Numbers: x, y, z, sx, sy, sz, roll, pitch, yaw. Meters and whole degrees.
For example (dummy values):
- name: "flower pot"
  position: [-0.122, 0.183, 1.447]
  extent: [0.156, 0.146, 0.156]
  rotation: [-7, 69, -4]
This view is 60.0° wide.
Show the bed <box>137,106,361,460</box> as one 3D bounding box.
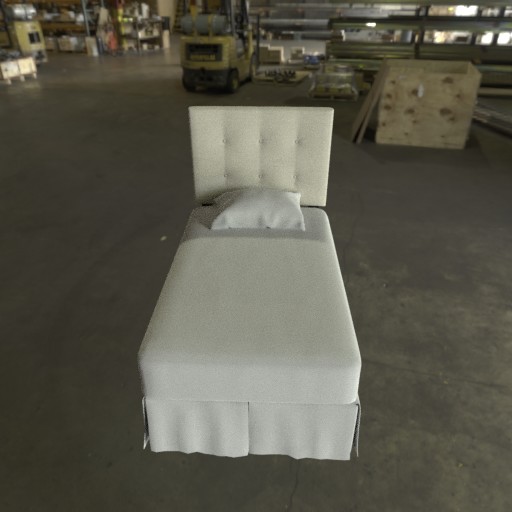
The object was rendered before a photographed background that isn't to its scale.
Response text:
- name: "bed"
  position: [0.000, 0.000, 3.028]
  extent: [1.261, 1.571, 1.997]
  rotation: [1, 31, 2]
